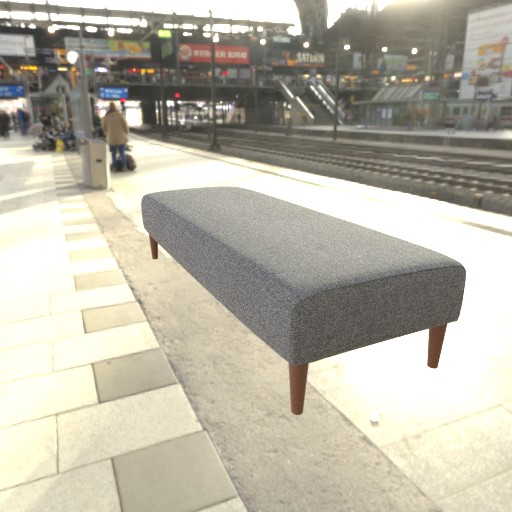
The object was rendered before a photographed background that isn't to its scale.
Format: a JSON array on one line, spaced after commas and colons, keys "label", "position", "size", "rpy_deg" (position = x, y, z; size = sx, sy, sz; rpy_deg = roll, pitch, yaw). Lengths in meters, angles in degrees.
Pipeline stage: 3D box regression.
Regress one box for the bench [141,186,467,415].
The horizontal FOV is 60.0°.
[{"label": "bench", "position": [0.000, 0.000, 1.887], "size": [0.631, 0.384, 1.598], "rpy_deg": [-9, 20, -25]}]
